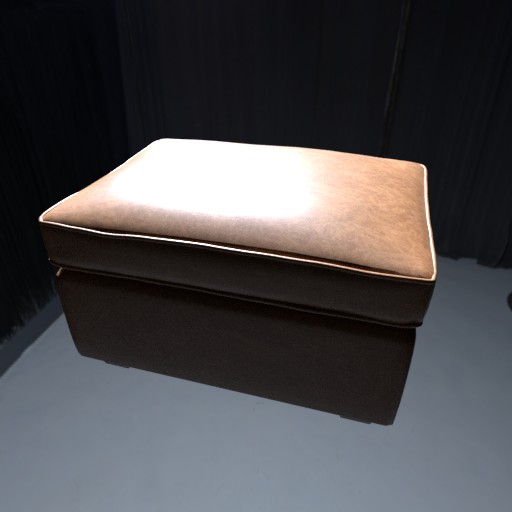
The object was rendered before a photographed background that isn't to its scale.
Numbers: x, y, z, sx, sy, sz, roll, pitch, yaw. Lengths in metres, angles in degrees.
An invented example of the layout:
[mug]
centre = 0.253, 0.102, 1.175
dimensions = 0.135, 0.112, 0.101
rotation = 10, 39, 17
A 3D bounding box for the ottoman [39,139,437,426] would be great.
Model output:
[ottoman]
centre = 0.000, 0.000, 1.083
dimensions = 0.756, 0.468, 0.554
rotation = 9, 33, 14
